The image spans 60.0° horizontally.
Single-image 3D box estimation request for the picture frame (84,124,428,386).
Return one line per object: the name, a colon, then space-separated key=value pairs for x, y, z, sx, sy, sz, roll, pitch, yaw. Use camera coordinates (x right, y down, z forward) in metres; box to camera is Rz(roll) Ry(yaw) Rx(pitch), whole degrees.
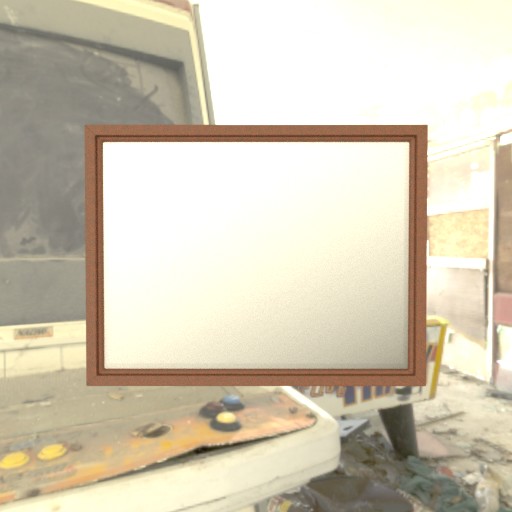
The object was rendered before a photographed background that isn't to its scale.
picture frame: x=0.000 y=0.000 z=1.746 sx=1.329 sy=1.018 sz=0.045 roll=0 pitch=1 yaw=0
